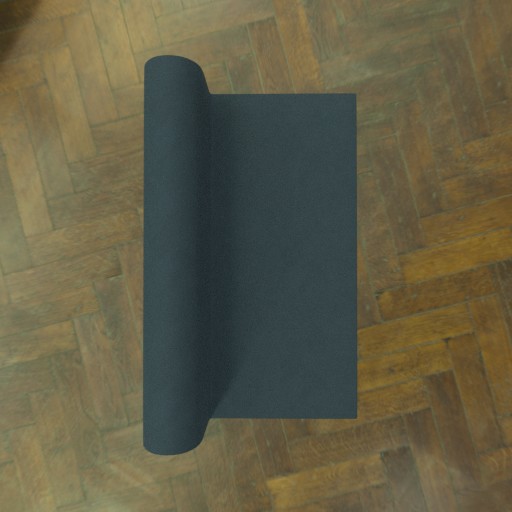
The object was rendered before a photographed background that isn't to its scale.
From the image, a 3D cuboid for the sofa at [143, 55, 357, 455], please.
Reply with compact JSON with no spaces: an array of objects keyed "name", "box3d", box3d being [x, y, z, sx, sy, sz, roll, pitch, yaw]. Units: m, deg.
[{"name":"sofa","box3d":[0.000,0.000,1.653,0.762,0.660,1.219,0,89,1]}]
